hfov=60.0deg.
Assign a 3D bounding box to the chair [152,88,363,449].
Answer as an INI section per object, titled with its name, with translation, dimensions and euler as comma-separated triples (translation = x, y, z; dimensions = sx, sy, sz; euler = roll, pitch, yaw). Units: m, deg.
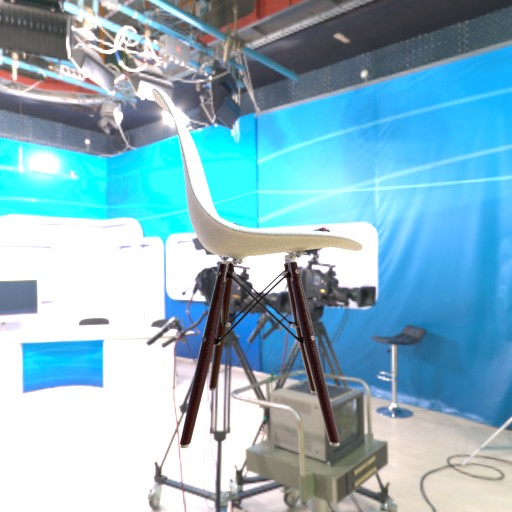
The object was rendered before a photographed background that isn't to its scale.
[chair]
translation = 0.000, 0.000, 1.161
dimensions = 0.533, 0.826, 0.470
euler = 0, 0, 1
